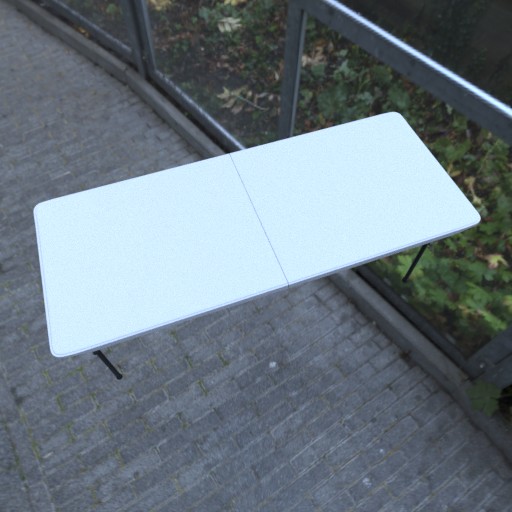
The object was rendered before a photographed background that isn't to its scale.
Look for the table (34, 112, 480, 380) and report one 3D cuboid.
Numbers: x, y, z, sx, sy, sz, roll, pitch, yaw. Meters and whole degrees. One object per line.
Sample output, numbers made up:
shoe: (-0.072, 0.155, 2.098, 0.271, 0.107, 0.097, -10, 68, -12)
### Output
table: (0.000, 0.000, 2.238, 1.829, 0.719, 0.761, -17, 59, -10)
